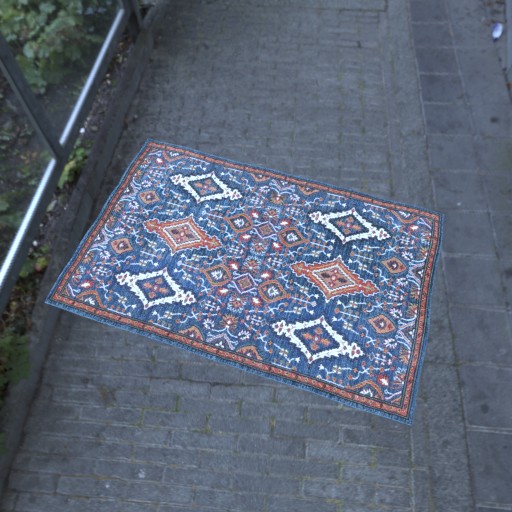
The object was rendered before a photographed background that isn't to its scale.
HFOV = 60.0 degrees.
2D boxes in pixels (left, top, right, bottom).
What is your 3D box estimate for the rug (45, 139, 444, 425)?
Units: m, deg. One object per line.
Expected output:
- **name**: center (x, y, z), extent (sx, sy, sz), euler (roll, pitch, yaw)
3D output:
- **rug**: center (0.000, 0.000, 2.354), extent (1.847, 0.014, 1.195), euler (16, 61, 9)
